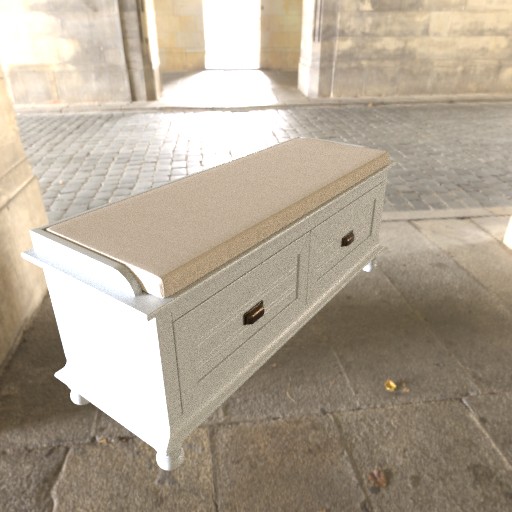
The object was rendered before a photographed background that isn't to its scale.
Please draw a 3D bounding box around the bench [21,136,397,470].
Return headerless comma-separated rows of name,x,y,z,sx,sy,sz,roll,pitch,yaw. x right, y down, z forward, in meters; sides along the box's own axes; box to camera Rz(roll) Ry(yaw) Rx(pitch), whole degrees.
bench,0.000,0.000,1.372,0.402,0.486,1.185,19,33,31
